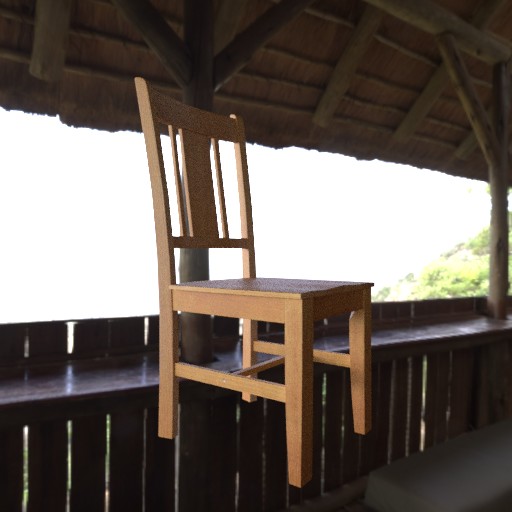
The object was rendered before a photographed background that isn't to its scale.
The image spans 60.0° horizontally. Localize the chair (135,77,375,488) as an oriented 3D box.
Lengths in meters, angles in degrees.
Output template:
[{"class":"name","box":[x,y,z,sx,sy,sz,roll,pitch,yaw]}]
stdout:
[{"class":"chair","box":[0.000,0.000,1.271,0.556,0.998,0.450,1,1,37]}]
